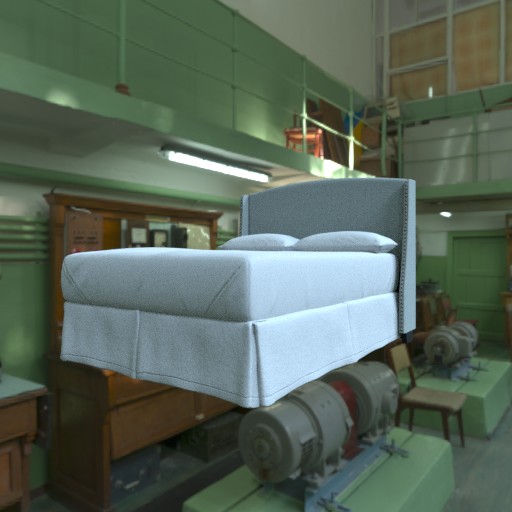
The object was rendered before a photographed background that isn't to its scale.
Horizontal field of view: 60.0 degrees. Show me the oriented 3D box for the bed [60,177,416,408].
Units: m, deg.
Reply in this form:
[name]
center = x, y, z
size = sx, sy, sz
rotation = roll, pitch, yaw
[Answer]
[bed]
center = 0.000, 0.000, 3.311
size = 1.710, 1.407, 2.237
rotation = 0, 0, 36
